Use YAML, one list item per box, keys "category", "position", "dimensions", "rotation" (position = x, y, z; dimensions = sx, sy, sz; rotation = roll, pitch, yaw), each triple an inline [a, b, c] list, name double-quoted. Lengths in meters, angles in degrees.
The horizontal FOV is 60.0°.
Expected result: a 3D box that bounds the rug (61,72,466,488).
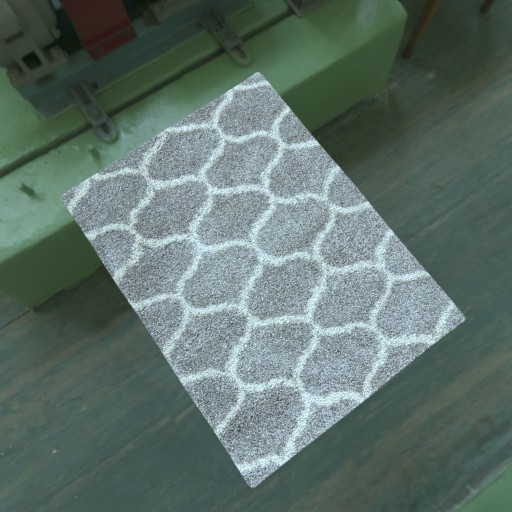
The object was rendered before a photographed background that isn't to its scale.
- category: "rug"
  position: [0.000, 0.000, 2.080]
  dimensions: [1.200, 0.025, 1.600]
  rotation: [-35, 78, -8]
